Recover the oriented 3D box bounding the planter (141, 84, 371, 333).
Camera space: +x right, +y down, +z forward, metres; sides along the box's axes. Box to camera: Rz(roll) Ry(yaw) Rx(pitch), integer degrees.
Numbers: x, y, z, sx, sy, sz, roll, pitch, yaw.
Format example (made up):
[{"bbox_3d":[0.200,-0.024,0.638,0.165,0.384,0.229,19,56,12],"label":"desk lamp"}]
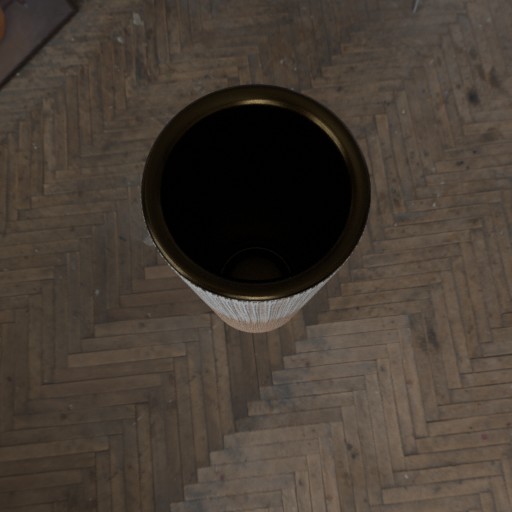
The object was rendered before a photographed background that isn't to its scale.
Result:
[{"bbox_3d":[0.000,0.000,0.323,0.099,0.278,0.099,0,78,0],"label":"planter"}]
